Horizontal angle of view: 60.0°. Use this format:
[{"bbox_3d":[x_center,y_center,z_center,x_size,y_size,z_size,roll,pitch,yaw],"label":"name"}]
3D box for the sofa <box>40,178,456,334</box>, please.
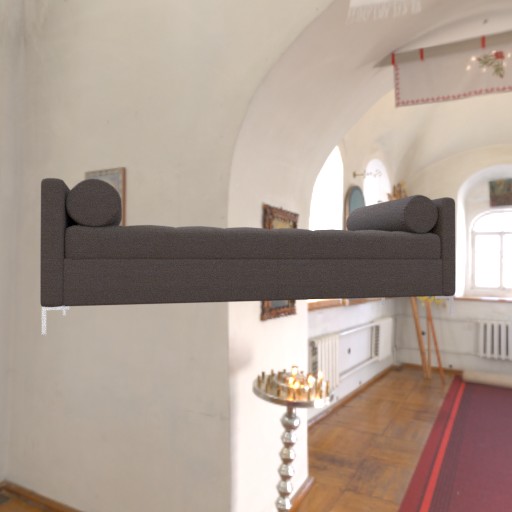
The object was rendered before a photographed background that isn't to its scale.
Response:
[{"bbox_3d":[0.000,0.000,2.354,1.981,0.635,0.686,0,-1,-17],"label":"sofa"}]
